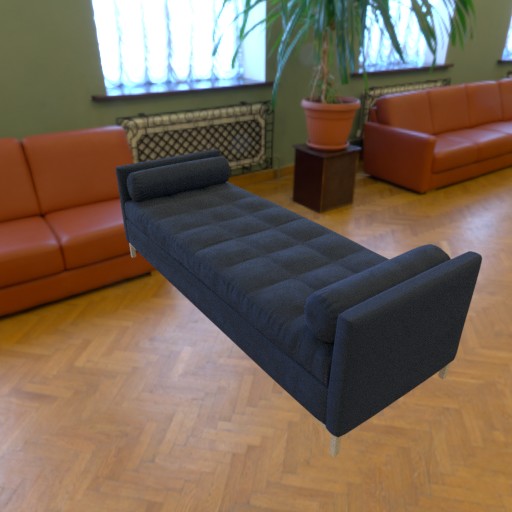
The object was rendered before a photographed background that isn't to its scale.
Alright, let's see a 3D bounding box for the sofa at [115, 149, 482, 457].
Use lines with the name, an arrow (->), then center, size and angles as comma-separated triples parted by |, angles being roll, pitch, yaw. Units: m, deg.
sofa -> 0.000, 0.000, 2.479 | 0.797, 0.657, 2.102 | -19, 34, -31
